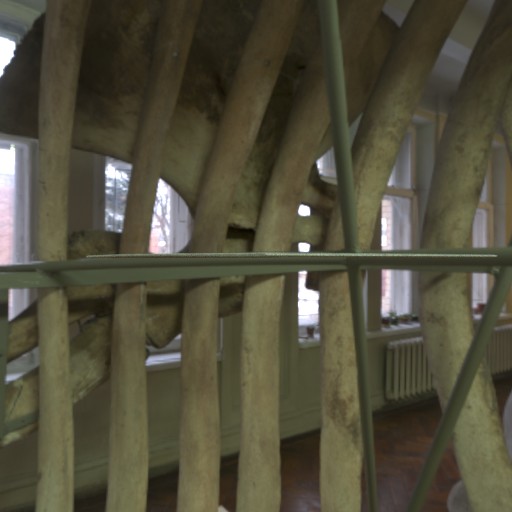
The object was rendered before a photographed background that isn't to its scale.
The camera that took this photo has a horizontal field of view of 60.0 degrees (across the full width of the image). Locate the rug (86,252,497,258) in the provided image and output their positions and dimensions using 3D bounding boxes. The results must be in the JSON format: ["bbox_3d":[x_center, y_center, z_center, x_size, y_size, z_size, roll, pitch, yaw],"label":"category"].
[{"bbox_3d":[0.000,0.000,2.273,1.224,0.016,1.830,0,0,-35],"label":"rug"}]
